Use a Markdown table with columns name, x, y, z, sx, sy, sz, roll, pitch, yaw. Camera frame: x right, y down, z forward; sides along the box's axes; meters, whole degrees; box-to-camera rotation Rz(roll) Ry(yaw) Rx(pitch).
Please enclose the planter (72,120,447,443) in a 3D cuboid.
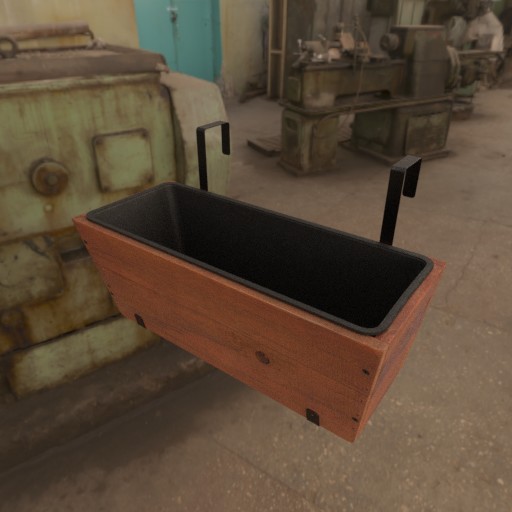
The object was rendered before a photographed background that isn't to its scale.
| name | x | y | z | sx | sy | sz | roll | pitch | yaw |
| --- | --- | --- | --- | --- | --- | --- | --- | --- | --- |
| planter | 0.000 | 0.000 | 0.637 | 0.480 | 0.289 | 0.262 | 20 | 36 | 31 |
